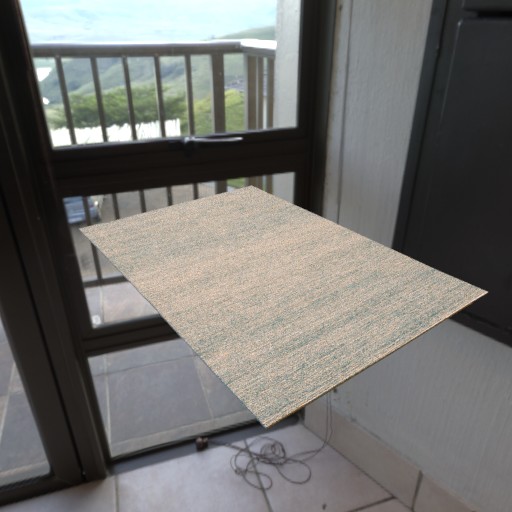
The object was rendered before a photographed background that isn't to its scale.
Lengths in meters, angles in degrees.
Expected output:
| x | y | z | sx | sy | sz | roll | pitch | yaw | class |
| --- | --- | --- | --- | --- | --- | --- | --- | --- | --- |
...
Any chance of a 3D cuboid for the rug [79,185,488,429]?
| x | y | z | sx | sy | sz | roll | pitch | yaw | class |
| --- | --- | --- | --- | --- | --- | --- | --- | --- | --- |
| 0.000 | 0.000 | 2.928 | 1.613 | 0.030 | 2.306 | -19 | 34 | -32 | rug |
